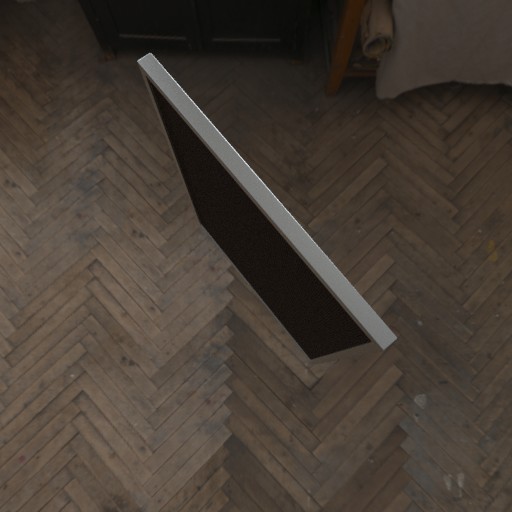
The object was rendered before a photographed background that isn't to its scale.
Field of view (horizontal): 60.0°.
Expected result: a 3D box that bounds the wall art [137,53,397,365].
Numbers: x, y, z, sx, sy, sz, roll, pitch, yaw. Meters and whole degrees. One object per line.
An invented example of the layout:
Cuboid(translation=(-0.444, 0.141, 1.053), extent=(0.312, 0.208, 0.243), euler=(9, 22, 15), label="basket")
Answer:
Cuboid(translation=(0.000, 0.000, 1.412), extent=(0.037, 1.062, 0.801), euler=(-37, 78, -9), label="wall art")
